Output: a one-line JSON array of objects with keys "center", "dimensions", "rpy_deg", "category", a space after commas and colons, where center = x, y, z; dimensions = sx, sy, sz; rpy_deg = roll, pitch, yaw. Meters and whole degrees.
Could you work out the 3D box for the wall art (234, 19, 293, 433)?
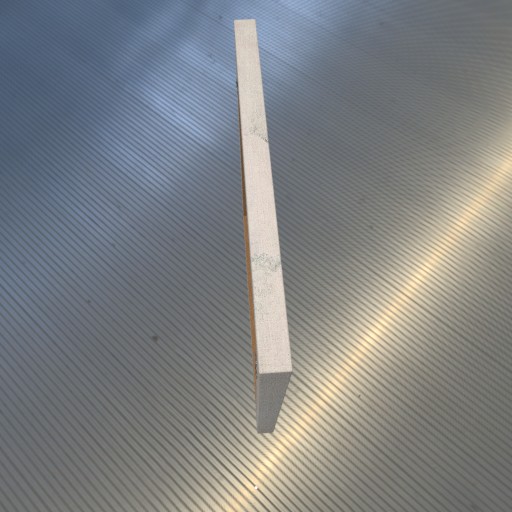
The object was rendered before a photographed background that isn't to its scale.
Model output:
[{"center": [0.000, 0.000, 0.901], "dimensions": [0.040, 0.612, 0.612], "rpy_deg": [-3, 62, -2], "category": "wall art"}]
